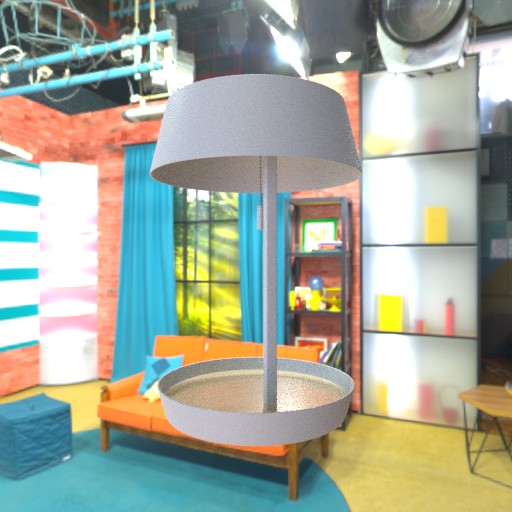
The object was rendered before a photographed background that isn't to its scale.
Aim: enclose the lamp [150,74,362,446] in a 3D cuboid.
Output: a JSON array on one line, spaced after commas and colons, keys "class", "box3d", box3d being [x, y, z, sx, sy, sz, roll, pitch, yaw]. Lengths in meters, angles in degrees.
[{"class": "lamp", "box3d": [0.000, 0.000, 0.623, 0.291, 0.429, 0.291, 0, 0, 0]}]
